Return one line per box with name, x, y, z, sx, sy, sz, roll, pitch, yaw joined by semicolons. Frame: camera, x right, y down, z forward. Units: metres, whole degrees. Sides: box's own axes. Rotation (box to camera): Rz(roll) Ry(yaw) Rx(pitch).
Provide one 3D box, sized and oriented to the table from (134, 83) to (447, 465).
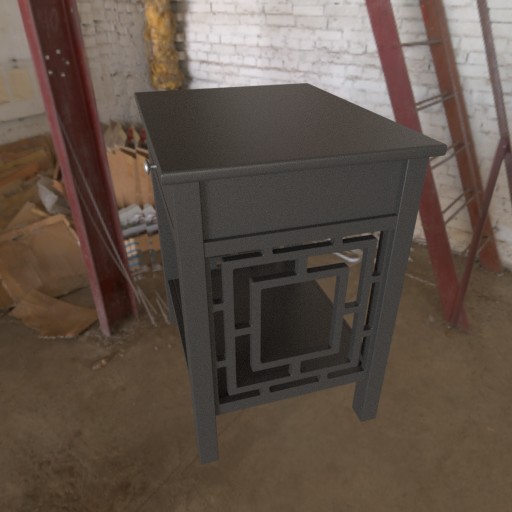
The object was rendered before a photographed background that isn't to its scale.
table;0.000;0.000;1.026;0.451;0.646;0.564;-9;32;-14
